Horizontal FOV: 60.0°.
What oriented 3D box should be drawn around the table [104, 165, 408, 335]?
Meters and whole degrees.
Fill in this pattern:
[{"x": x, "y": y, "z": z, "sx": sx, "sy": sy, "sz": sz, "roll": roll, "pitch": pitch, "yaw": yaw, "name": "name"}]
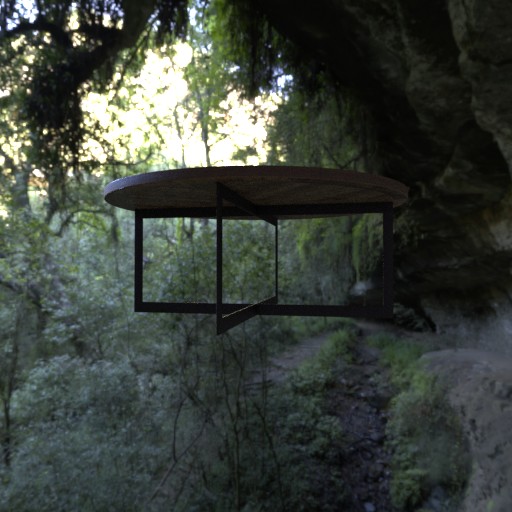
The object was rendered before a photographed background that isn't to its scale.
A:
[{"x": 0.000, "y": 0.000, "z": 1.942, "sx": 1.264, "sy": 0.516, "sz": 1.264, "roll": 0, "pitch": -1, "yaw": 0, "name": "table"}]
